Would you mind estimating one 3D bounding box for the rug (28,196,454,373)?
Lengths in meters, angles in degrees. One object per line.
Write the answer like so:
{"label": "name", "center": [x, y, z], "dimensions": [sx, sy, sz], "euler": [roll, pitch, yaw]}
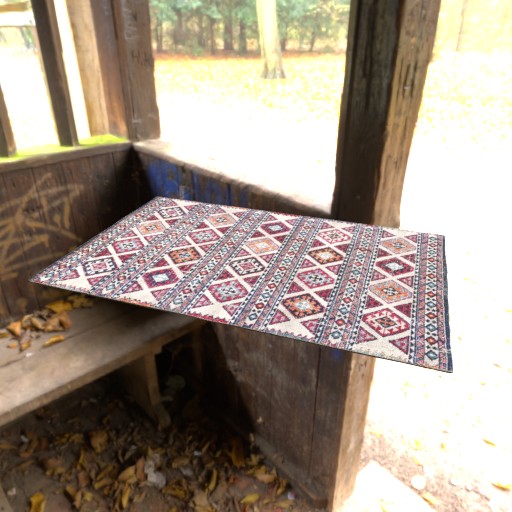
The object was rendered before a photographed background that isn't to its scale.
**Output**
{"label": "rug", "center": [0.000, 0.000, 2.998], "dimensions": [2.440, 0.010, 1.545], "euler": [9, 30, 17]}
